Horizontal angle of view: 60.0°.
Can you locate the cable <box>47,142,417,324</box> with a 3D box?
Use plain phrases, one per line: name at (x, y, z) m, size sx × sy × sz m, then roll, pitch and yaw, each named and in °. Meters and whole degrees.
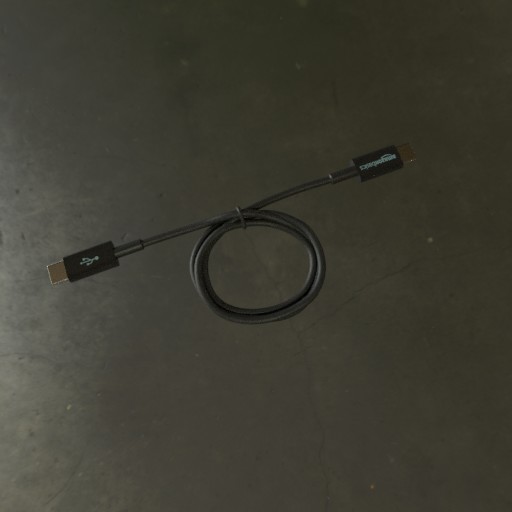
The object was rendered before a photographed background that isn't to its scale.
cable at (0.000, 0.000, 0.225) m, size 0.203 × 0.014 × 0.070 m, roll -20°, pitch 76°, yaw -5°
